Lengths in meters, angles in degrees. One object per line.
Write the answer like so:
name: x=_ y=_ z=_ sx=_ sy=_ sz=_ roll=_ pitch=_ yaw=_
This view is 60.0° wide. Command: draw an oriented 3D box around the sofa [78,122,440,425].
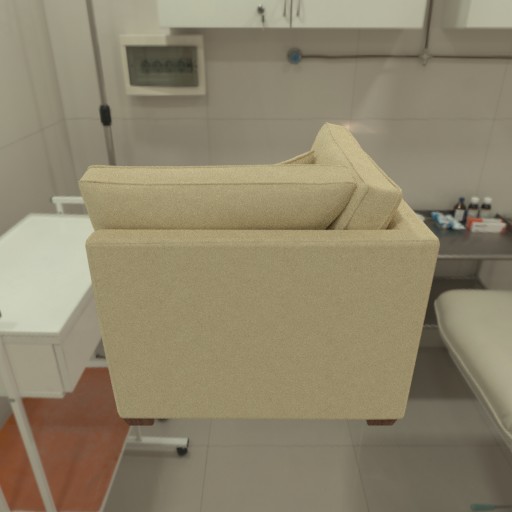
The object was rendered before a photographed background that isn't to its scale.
sofa: x=0.000 y=0.000 z=1.979 sx=1.146 sy=1.002 sz=1.084 roll=0 pitch=27 yaw=0
